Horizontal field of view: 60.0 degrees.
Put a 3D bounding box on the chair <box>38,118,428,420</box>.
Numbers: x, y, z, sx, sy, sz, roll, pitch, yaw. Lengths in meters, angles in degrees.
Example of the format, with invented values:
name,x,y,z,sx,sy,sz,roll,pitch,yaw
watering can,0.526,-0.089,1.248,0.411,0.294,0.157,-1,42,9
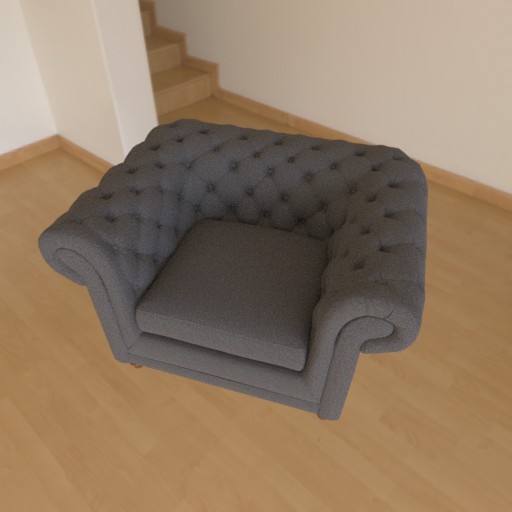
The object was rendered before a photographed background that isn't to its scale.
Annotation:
name,x,y,z,sx,sy,sz,roll,pitch,yaw
chair,0.000,0.000,1.877,1.270,0.770,0.976,11,43,13
